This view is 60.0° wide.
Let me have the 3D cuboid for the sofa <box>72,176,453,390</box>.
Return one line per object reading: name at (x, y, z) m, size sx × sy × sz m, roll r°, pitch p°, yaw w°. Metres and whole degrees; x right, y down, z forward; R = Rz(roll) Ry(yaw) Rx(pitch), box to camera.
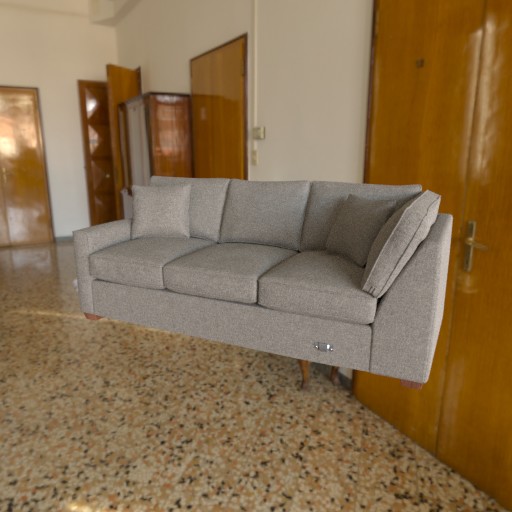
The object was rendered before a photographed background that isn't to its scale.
sofa at (0.000, 0.000, 2.946) m, size 2.317 × 0.962 × 1.061 m, roll 7°, pitch 15°, yaw 25°
